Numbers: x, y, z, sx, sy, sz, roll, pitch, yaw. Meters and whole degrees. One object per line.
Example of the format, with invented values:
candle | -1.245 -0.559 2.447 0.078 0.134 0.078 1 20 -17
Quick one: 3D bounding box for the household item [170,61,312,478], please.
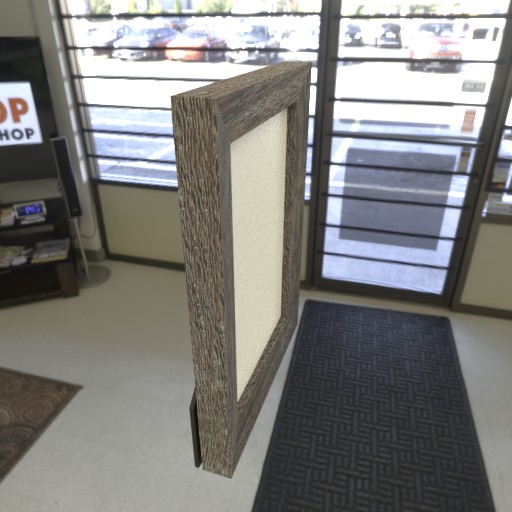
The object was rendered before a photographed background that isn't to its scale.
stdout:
household item | 0.000 0.000 0.235 0.020 0.180 0.133 9 30 17
